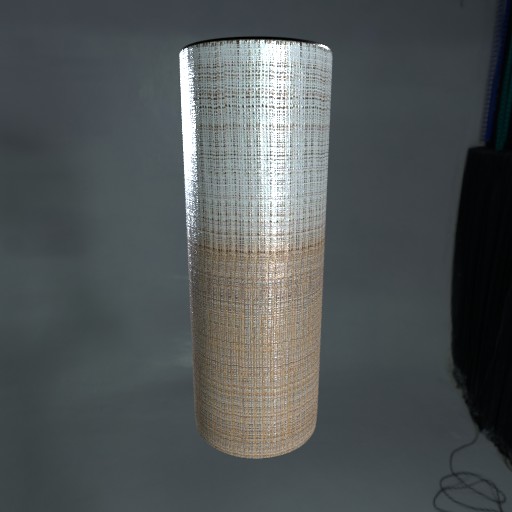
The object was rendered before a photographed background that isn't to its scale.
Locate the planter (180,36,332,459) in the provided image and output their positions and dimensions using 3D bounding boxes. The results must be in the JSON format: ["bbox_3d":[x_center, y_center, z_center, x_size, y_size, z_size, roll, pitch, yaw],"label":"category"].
[{"bbox_3d":[0.000,0.000,0.327,0.099,0.278,0.099,-2,16,-9],"label":"planter"}]
